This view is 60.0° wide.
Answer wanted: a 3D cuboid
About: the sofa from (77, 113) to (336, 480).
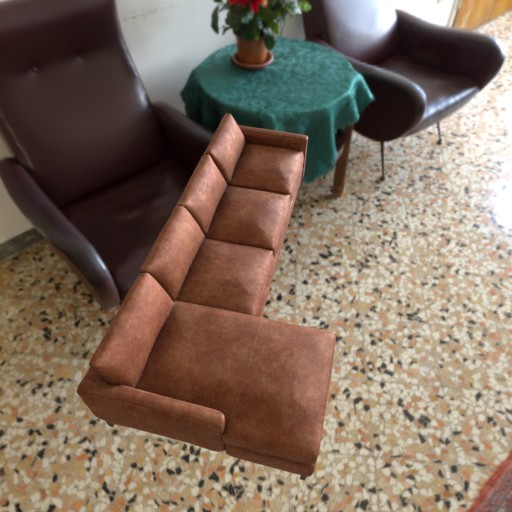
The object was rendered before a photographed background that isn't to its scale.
[{"bbox_3d":[0.000,0.000,3.621,1.471,0.859,2.993,11,50,9],"label":"sofa"}]
